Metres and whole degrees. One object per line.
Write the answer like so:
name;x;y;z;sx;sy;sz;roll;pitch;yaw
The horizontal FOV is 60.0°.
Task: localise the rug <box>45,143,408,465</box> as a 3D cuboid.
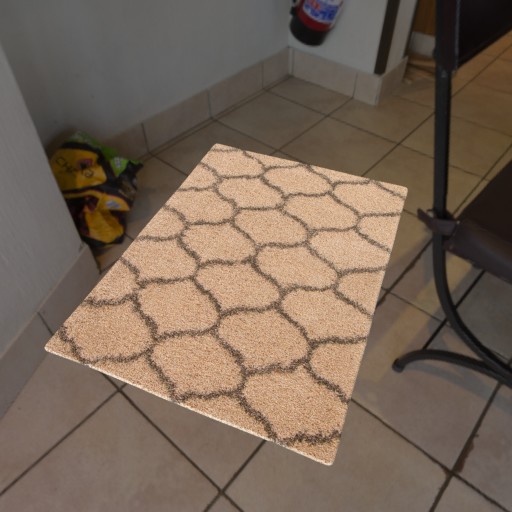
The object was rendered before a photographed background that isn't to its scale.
rug;0.000;0.000;2.137;1.200;0.025;1.600;16;49;15
